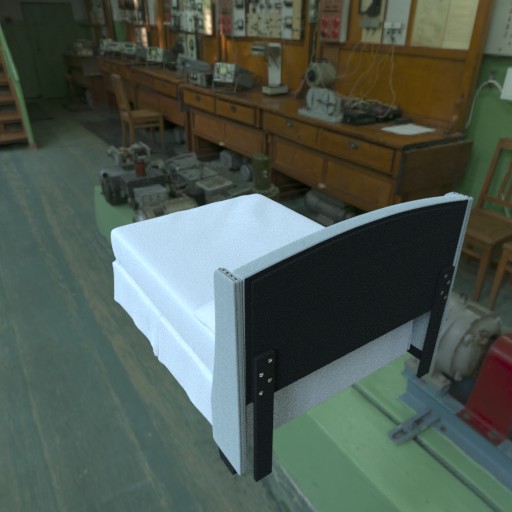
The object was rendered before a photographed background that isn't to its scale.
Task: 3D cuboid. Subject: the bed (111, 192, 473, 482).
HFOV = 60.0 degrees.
[{"bbox_3d":[0.000,0.000,3.332,1.710,1.407,2.237,-18,34,-30],"label":"bed"}]
